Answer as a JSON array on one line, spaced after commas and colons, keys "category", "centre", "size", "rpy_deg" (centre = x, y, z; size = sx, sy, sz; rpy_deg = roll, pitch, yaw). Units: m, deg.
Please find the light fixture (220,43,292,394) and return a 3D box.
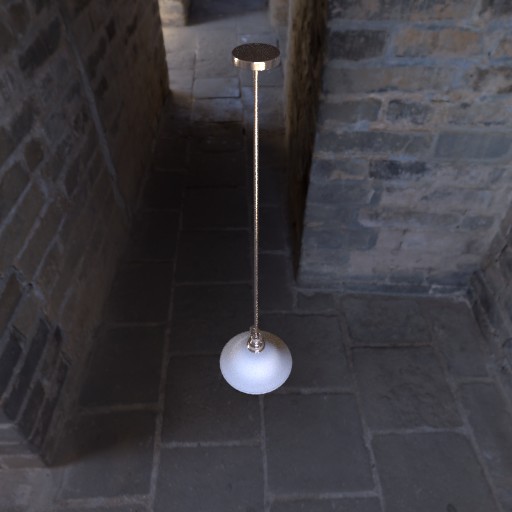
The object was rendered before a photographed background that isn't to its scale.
[{"category": "light fixture", "centre": [0.000, 0.000, 1.511], "size": [0.324, 1.354, 0.324], "rpy_deg": [32, 54, 27]}]
